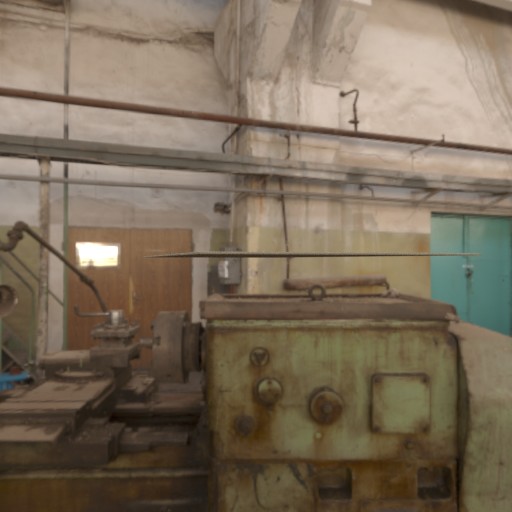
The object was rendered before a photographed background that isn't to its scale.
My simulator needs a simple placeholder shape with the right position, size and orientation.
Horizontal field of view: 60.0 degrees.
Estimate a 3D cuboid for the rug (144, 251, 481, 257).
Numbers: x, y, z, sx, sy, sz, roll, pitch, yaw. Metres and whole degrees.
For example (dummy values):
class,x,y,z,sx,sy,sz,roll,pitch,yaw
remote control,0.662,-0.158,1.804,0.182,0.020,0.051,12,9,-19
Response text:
class,x,y,z,sx,sy,sz,roll,pitch,yaw
rug,0.000,0.000,3.594,1.546,0.011,3.048,0,-1,-19
